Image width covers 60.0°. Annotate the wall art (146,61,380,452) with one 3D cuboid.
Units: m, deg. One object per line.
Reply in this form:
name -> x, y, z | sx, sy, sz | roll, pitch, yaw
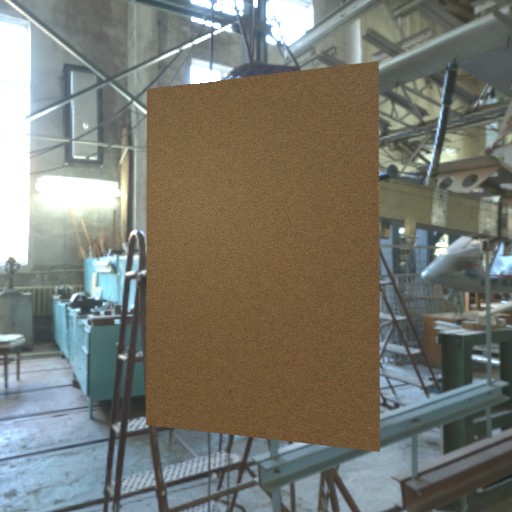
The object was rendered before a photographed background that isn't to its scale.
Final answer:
wall art -> 0.000, 0.000, 1.138 | 0.610, 0.914, 0.037 | 0, -1, 16
